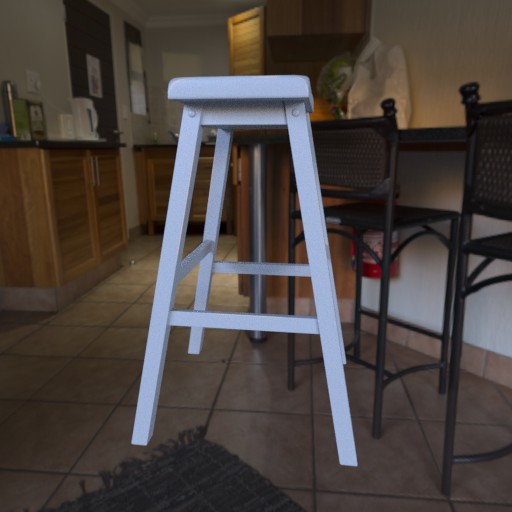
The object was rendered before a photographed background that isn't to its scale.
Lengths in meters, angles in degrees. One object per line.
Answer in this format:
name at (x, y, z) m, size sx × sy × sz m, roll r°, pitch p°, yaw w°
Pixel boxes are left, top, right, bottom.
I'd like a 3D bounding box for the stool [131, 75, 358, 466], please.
stool at (0.000, 0.000, 1.046) m, size 0.476 × 0.737 × 0.457 m, roll 2°, pitch 15°, yaw 8°
